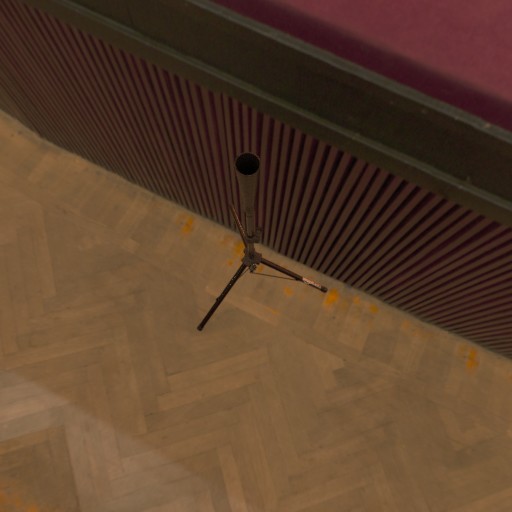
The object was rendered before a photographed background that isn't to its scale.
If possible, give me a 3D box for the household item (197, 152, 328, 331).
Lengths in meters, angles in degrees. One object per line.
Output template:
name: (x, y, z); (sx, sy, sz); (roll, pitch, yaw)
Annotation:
household item: (0.000, 0.000, 1.398); (0.559, 1.067, 0.559); (27, 77, 7)
